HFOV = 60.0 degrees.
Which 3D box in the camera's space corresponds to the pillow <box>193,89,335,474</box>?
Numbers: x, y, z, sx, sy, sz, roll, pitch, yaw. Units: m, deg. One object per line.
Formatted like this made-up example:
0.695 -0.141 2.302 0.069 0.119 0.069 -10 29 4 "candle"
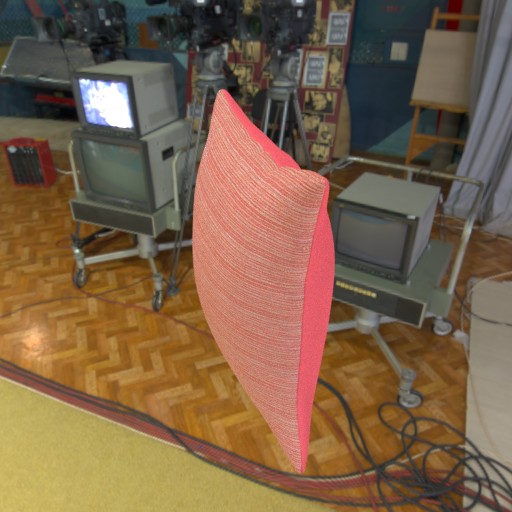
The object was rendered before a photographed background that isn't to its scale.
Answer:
0.000 0.000 0.813 0.229 0.501 0.559 -8 32 -13 "pillow"
